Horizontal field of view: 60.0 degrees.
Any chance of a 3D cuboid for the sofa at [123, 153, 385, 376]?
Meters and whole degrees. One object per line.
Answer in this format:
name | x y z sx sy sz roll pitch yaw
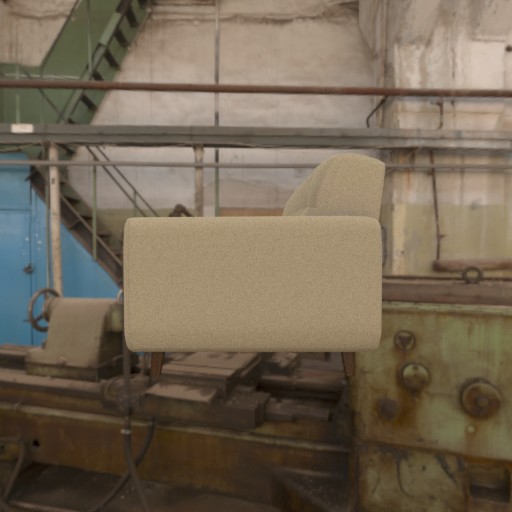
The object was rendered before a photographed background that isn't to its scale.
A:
sofa | 0.000 0.000 2.635 0.980 0.892 2.137 0 2 0
